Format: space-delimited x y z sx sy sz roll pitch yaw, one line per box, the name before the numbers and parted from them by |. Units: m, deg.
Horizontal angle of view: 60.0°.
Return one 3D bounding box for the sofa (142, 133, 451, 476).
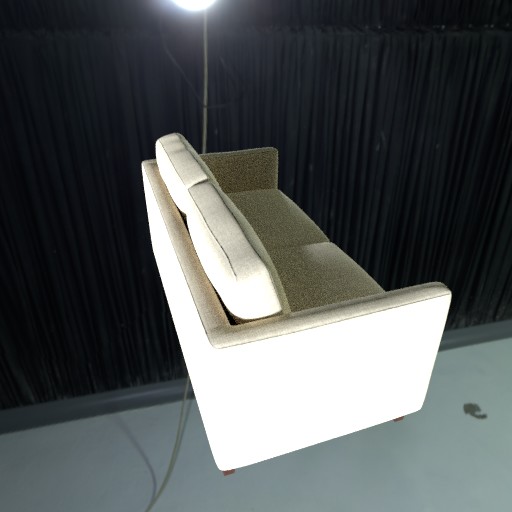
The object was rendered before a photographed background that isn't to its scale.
sofa | 0.000 0.000 2.378 0.950 0.963 1.884 -10 32 -16
